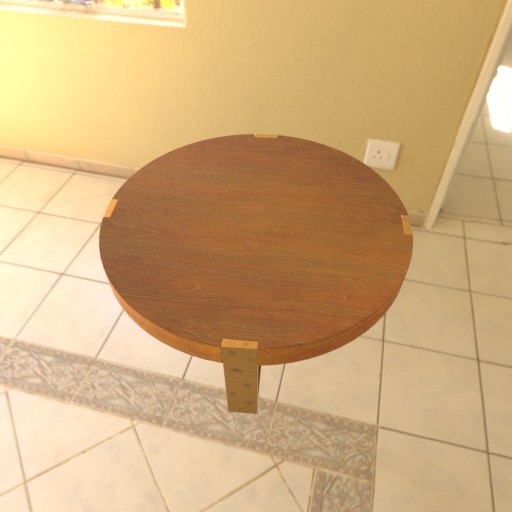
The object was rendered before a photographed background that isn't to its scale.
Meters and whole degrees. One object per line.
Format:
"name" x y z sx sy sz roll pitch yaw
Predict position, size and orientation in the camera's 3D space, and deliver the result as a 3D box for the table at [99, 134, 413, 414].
"table" 0.000 0.000 1.755 1.100 0.420 1.100 0 47 0
